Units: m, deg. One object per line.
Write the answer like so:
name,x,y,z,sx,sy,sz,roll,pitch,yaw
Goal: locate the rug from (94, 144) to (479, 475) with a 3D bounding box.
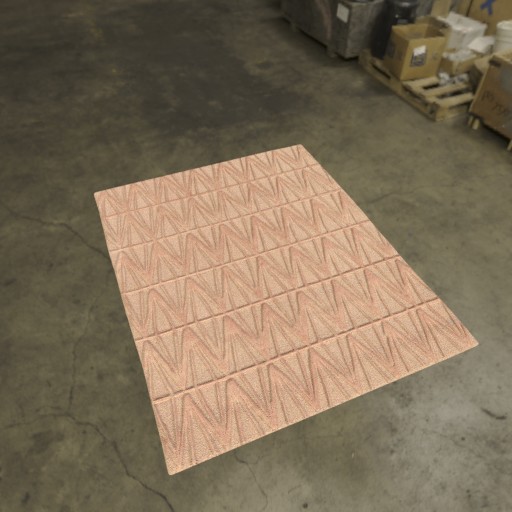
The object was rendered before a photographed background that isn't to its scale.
rug,0.000,0.000,4.030,2.453,0.043,3.052,-17,48,-16
